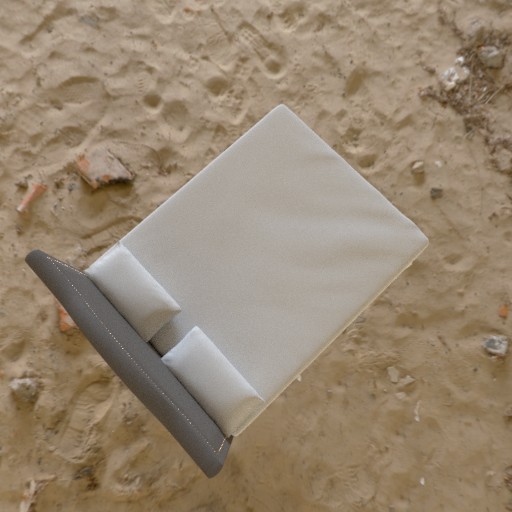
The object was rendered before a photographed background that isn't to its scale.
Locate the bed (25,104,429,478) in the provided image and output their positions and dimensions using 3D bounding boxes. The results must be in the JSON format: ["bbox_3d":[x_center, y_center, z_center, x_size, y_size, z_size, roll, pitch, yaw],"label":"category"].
[{"bbox_3d":[0.000,0.000,3.331,2.282,1.436,1.821,-43,80,-9],"label":"bed"}]
